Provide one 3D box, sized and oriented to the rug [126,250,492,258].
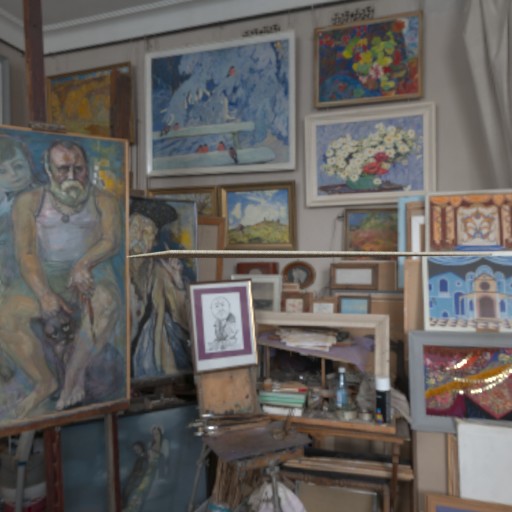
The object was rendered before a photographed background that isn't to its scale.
[{"bbox_3d":[0.000,0.000,2.977,1.531,0.014,2.441,0,-1,-20],"label":"rug"}]
